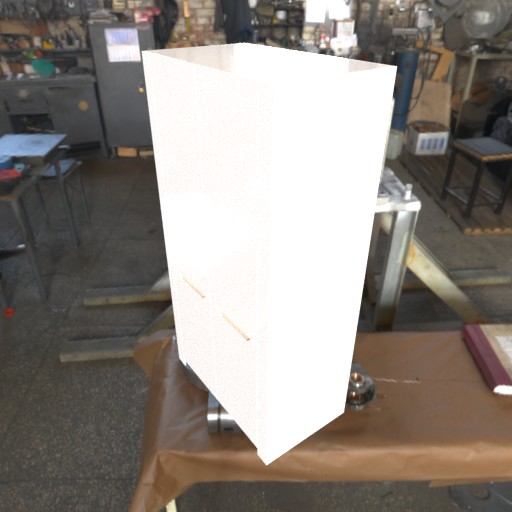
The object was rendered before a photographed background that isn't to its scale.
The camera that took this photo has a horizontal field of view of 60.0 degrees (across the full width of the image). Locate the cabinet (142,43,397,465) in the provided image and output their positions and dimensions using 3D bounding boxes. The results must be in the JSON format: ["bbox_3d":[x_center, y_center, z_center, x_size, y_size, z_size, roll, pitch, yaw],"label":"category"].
[{"bbox_3d":[0.000,0.000,2.334,0.580,1.920,0.980,-21,37,-30],"label":"cabinet"}]
